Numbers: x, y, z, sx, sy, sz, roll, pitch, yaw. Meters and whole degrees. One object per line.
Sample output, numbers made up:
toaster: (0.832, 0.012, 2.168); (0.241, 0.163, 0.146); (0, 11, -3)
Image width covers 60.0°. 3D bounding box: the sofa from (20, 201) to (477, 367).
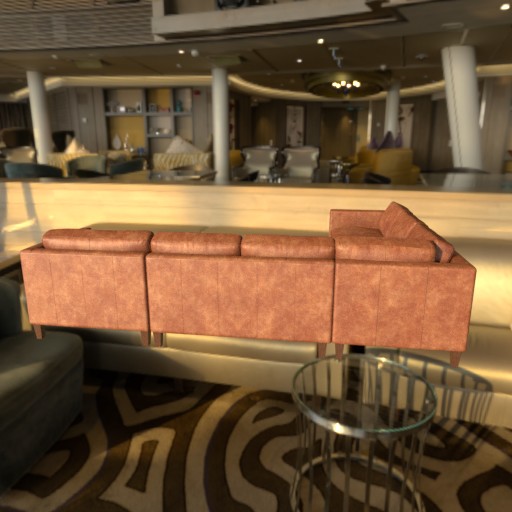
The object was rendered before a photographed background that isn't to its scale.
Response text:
sofa: (0.000, 0.000, 4.404); (3.324, 0.888, 2.452); (2, 15, 8)
